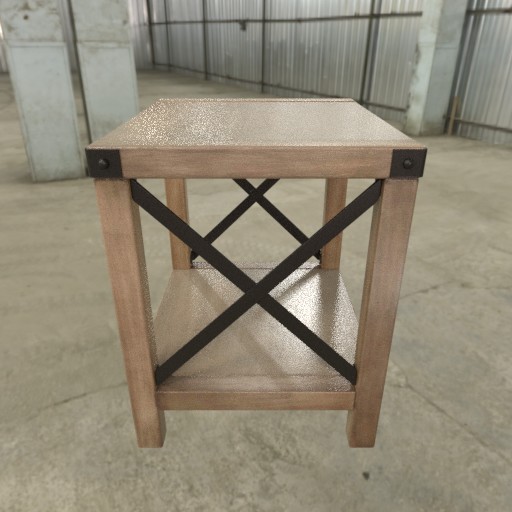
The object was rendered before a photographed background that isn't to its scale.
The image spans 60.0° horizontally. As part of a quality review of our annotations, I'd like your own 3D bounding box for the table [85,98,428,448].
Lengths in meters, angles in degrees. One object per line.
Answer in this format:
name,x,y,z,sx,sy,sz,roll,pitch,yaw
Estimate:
table,0.000,0.000,0.918,0.459,0.561,0.510,0,26,0
